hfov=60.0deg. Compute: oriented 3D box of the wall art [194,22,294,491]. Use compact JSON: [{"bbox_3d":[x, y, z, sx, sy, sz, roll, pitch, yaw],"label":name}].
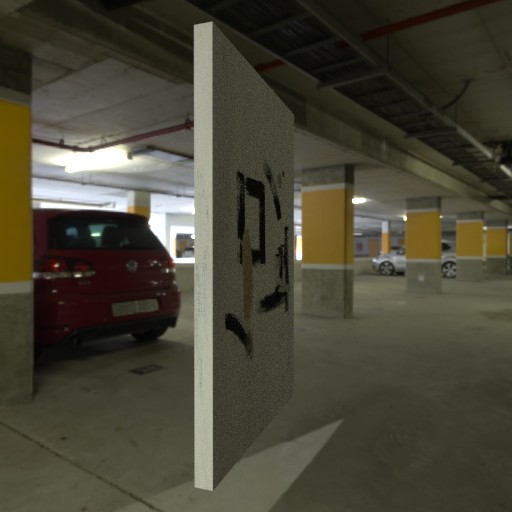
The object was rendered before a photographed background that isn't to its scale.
[{"bbox_3d":[0.000,0.000,1.163,0.043,0.914,0.624,0,1,20],"label":"wall art"}]
